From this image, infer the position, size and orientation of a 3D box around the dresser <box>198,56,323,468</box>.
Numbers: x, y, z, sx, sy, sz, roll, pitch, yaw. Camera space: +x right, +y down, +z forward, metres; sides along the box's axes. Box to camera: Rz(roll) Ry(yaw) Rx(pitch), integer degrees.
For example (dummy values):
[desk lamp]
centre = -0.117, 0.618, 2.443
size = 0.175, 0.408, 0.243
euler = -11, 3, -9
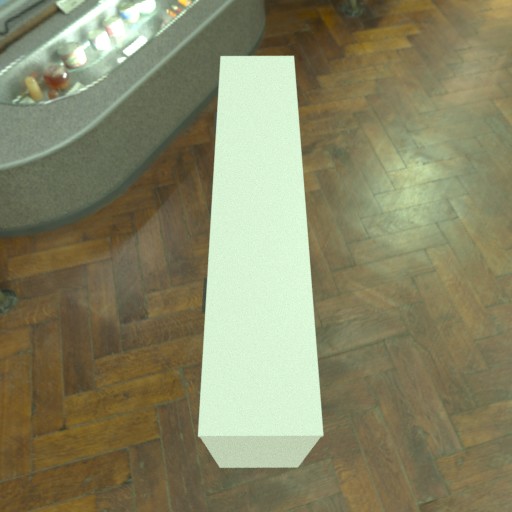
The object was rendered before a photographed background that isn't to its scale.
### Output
[dresser]
centre = 0.000, 0.000, 1.851
size = 0.333, 0.790, 1.535
euler = 0, 59, 0
